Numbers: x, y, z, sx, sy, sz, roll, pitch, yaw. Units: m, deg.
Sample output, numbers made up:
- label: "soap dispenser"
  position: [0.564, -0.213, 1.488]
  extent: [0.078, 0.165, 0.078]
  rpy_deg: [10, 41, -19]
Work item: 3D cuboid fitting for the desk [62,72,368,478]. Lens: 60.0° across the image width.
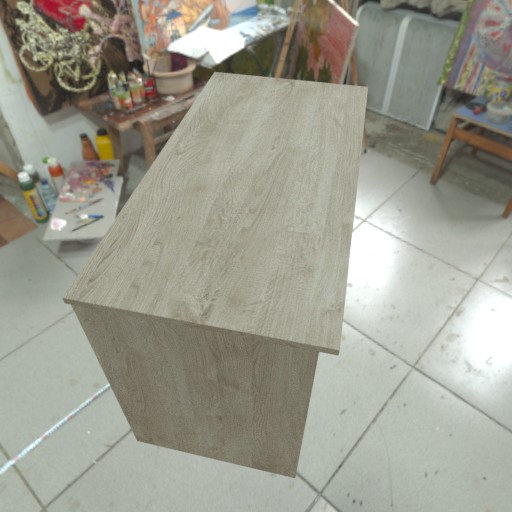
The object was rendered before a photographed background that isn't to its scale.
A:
- label: "desk"
  position: [0.000, 0.000, 1.488]
  extent: [0.560, 0.730, 1.096]
  rpy_deg: [9, 47, 9]
